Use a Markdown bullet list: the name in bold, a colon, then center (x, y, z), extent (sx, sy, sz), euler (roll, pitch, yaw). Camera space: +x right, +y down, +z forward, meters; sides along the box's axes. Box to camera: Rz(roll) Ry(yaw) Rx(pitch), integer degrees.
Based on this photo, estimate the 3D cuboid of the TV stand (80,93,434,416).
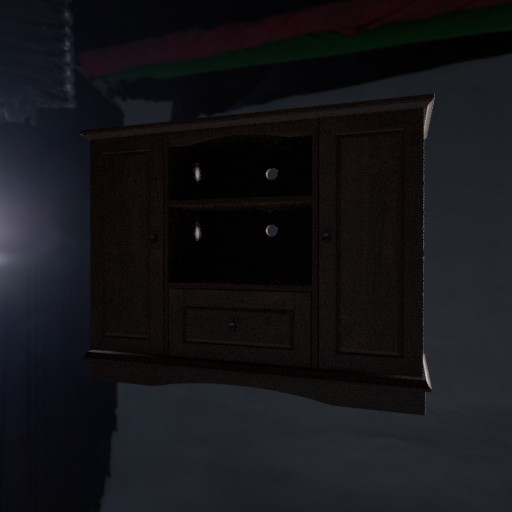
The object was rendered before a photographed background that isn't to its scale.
- **TV stand**: center (0.000, 0.000, 1.463), extent (1.067, 0.813, 0.406), euler (0, 1, 18)
